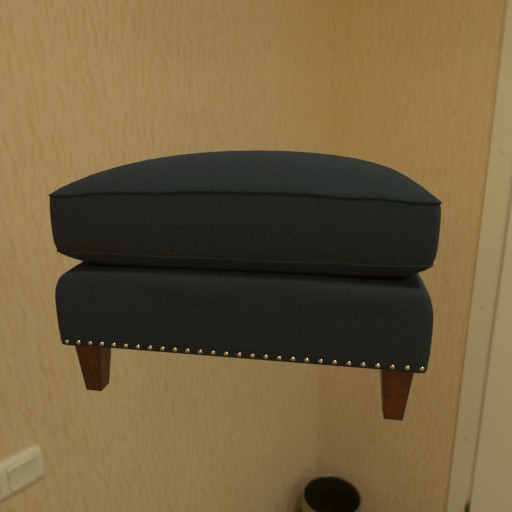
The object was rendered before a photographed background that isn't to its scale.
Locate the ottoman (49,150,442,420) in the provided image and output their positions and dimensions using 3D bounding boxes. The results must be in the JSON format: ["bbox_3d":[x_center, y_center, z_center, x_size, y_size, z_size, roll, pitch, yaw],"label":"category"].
[{"bbox_3d":[0.000,0.000,1.106,0.741,0.513,0.584,2,14,10],"label":"ottoman"}]
